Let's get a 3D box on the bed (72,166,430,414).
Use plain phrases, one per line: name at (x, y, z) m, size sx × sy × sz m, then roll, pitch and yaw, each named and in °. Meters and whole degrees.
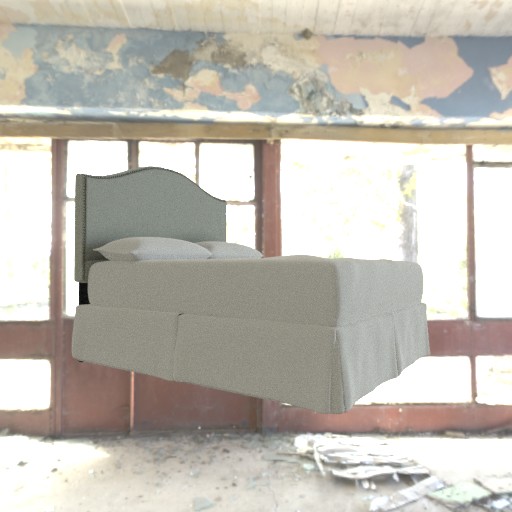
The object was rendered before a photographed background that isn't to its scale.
bed at (0.000, 0.000, 3.403) m, size 2.180 × 1.607 × 1.813 m, roll -1°, pitch -1°, yaw 35°
